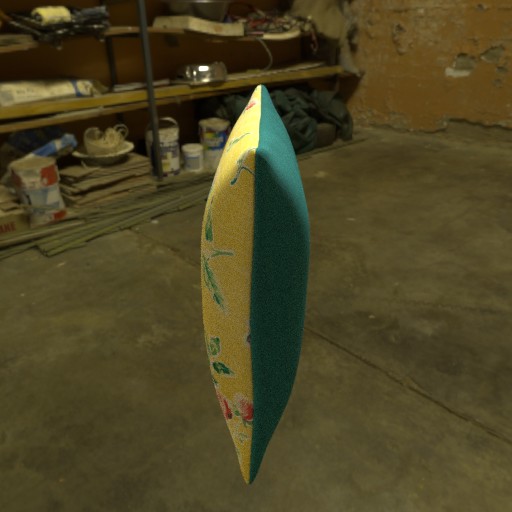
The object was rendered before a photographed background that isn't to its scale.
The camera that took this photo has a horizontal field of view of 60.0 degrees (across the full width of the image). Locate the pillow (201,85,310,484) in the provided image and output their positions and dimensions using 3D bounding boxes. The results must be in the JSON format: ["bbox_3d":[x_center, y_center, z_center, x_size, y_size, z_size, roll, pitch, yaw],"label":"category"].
[{"bbox_3d":[0.000,0.000,0.779,0.166,0.508,0.525,1,28,1],"label":"pillow"}]
